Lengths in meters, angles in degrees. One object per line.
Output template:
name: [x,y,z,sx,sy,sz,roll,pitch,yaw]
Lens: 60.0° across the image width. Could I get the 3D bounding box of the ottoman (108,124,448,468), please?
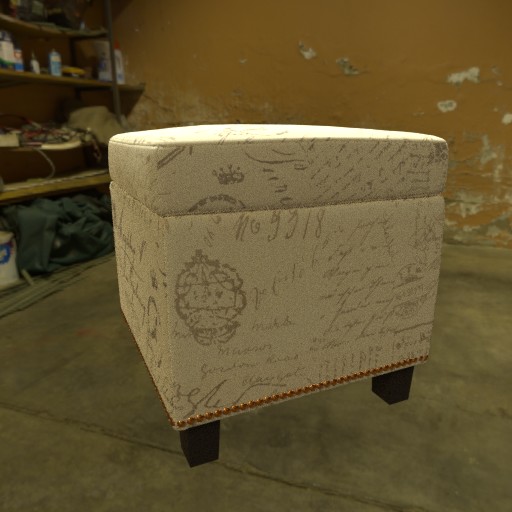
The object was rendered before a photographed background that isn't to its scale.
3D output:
ottoman: [0.000,0.000,0.806,0.449,0.457,0.450,-7,17,-24]
